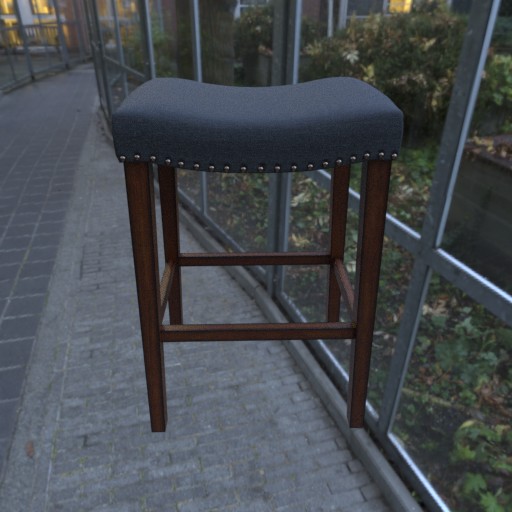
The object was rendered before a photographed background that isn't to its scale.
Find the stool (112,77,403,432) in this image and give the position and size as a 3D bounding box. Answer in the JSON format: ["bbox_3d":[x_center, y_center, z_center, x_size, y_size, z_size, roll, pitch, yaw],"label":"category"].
[{"bbox_3d":[0.000,0.000,1.026,0.502,0.748,0.366,-1,30,-1],"label":"stool"}]
